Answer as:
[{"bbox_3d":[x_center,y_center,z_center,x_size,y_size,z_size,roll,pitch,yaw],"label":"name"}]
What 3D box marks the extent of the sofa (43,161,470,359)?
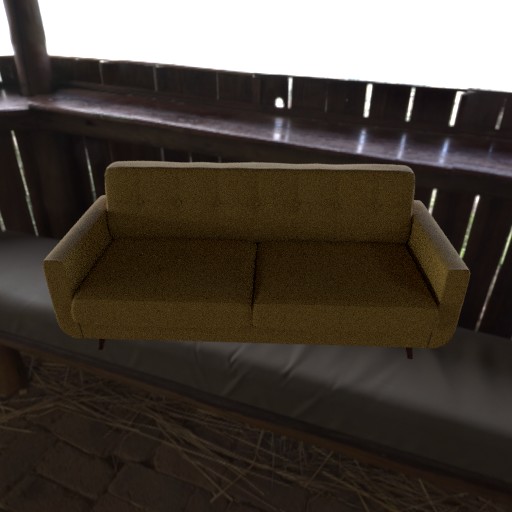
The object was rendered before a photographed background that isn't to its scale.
[{"bbox_3d":[0.000,0.000,2.499,2.029,0.841,0.909,1,30,2],"label":"sofa"}]
